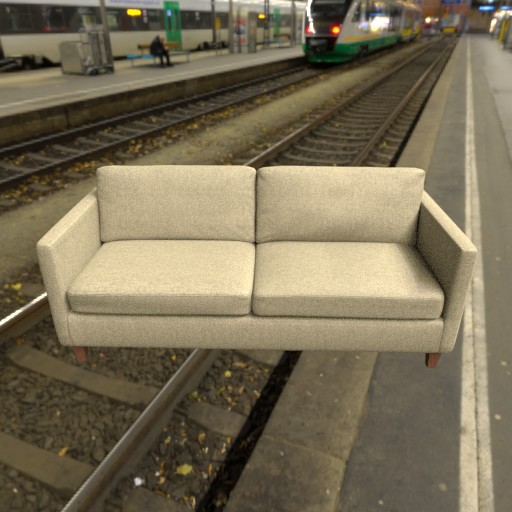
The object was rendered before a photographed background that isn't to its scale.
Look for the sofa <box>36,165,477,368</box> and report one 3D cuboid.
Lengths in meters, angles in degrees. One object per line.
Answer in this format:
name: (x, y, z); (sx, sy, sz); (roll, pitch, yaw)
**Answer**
sofa: (0.000, 0.000, 2.684); (2.208, 0.960, 0.956); (1, 28, 1)
